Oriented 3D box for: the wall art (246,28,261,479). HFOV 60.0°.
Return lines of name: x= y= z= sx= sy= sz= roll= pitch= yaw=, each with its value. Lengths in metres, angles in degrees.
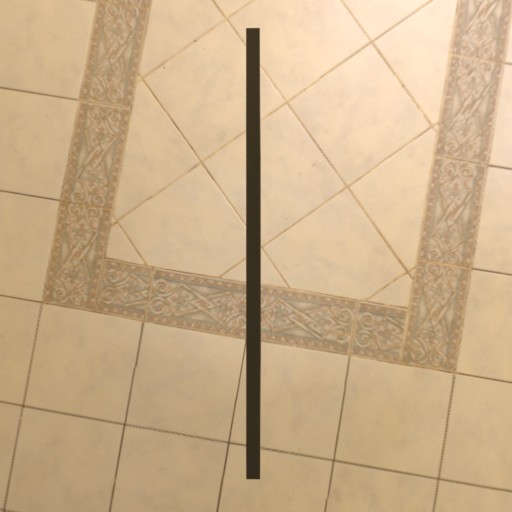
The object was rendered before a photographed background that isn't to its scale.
wall art: x=0.000 y=0.000 z=0.659 sx=0.014 sy=0.445 sz=0.446 roll=0 pitch=89 yaw=1
